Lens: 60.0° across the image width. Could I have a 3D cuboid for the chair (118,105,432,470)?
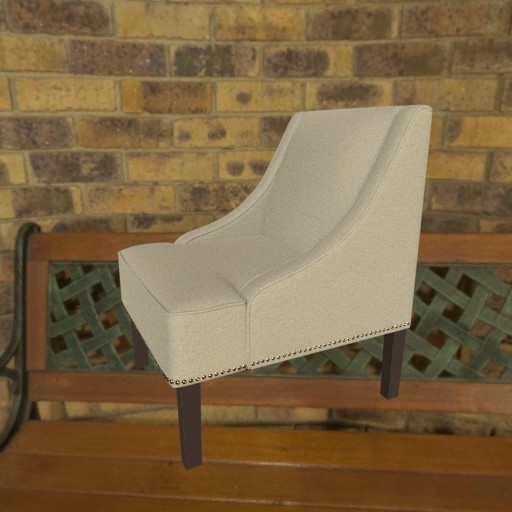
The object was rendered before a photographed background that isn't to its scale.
[{"bbox_3d":[0.000,0.000,1.350,0.737,0.864,0.610,-8,18,-26],"label":"chair"}]
